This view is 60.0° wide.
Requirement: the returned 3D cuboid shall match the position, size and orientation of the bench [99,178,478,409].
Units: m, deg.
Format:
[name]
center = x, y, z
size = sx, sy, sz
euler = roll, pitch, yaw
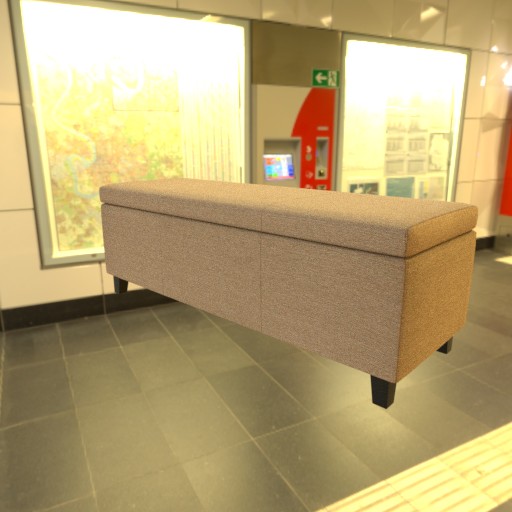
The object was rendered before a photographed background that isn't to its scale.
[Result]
[bench]
center = 0.000, 0.000, 1.493
size = 1.269, 0.438, 0.446
euler = 13, 20, 41
